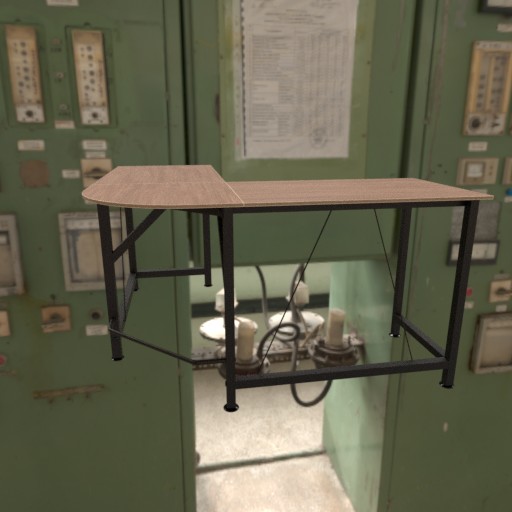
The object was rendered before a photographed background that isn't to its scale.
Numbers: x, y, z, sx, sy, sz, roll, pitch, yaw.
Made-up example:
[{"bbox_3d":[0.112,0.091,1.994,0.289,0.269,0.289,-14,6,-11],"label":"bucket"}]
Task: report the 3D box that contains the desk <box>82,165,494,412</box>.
[{"bbox_3d":[0.000,0.000,2.161,1.400,0.762,1.400,-3,17,-9],"label":"desk"}]
